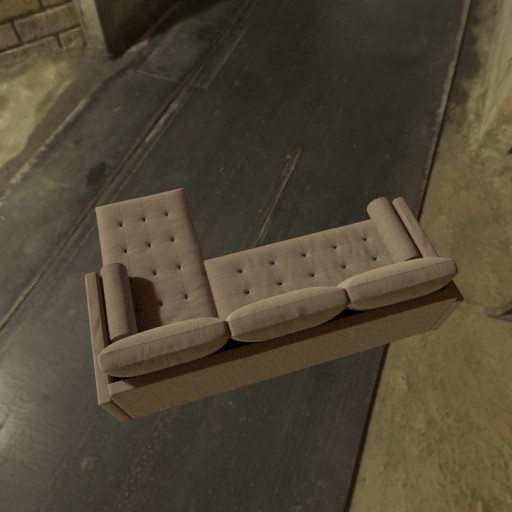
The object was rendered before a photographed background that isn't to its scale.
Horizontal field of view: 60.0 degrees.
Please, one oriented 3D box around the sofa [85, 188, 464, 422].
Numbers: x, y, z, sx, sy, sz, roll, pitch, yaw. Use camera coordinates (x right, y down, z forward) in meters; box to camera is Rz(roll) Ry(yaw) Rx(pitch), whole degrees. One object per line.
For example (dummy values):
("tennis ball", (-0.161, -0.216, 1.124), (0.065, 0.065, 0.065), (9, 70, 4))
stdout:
("sofa", (0.000, 0.000, 3.001), (2.178, 0.875, 1.506), (-14, 59, -9))
